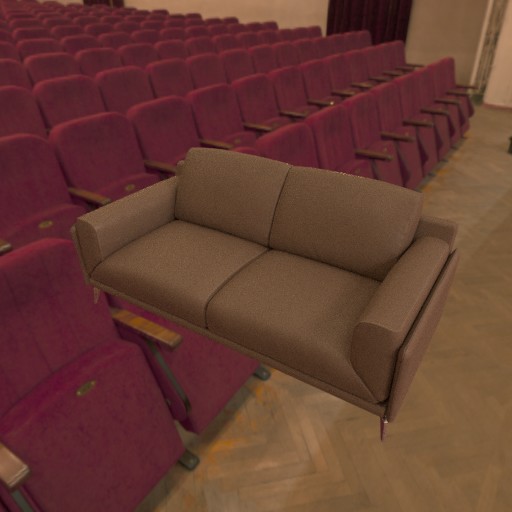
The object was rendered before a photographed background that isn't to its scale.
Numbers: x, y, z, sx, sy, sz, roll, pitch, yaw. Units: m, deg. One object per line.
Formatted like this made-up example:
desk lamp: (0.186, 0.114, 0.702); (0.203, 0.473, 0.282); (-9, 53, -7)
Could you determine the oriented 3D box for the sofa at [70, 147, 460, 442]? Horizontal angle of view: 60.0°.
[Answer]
sofa: (0.000, 0.000, 2.668); (2.101, 0.930, 1.049); (18, 35, 28)
